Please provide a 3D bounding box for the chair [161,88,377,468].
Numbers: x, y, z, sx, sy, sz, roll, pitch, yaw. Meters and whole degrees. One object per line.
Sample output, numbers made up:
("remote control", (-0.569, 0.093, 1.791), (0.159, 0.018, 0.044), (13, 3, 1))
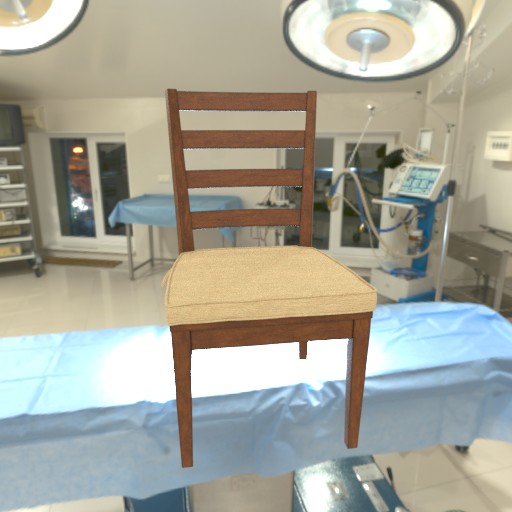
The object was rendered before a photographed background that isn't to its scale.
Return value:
("chair", (0.000, 0.000, 1.330), (0.593, 0.979, 0.595), (-3, 16, -9))
